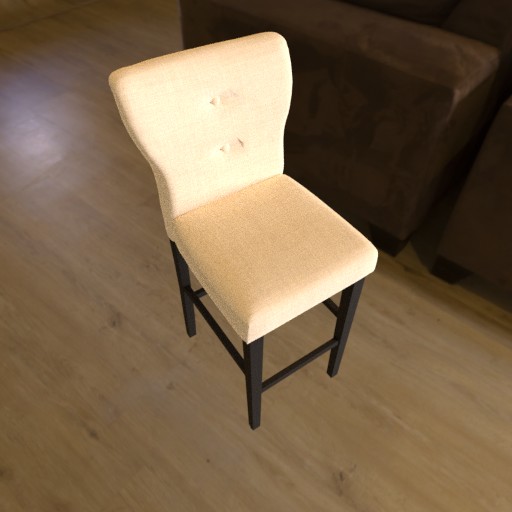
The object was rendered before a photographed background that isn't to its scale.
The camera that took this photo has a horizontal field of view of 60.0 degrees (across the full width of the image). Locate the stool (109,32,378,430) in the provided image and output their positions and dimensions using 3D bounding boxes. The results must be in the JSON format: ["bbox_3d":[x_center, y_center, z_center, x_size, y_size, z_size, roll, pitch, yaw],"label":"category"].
[{"bbox_3d":[0.000,0.000,1.426,0.516,1.124,0.603,-26,52,-22],"label":"stool"}]
